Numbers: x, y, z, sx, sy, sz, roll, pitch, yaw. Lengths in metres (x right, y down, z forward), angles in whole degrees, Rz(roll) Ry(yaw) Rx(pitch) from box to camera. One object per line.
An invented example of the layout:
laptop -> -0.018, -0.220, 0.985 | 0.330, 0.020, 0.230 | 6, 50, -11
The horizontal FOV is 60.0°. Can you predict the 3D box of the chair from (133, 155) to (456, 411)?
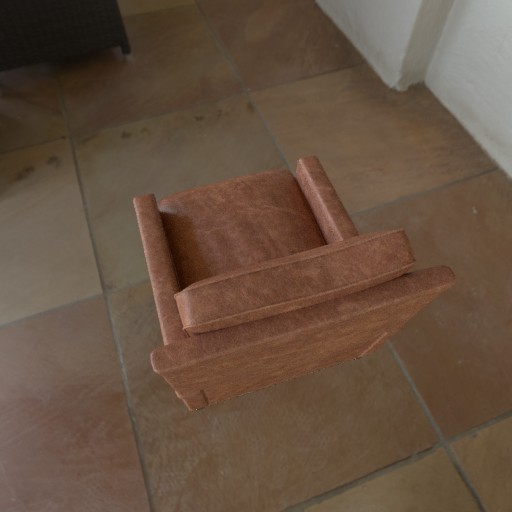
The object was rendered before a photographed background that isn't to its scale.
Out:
chair -> 0.000, 0.000, 1.790 | 0.854, 1.054, 1.035 | -15, 59, -9
